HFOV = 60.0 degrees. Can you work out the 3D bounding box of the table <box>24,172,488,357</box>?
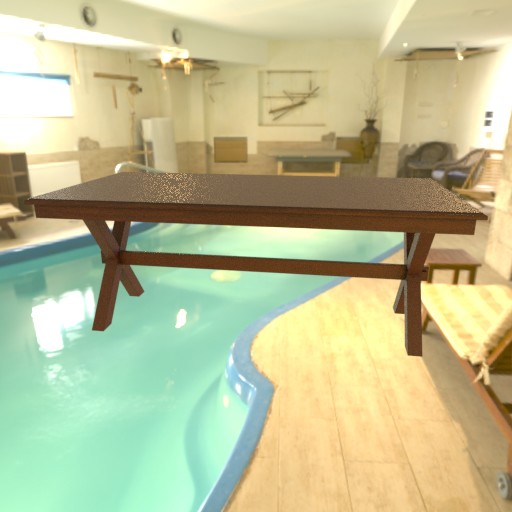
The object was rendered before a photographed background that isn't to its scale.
[{"bbox_3d":[0.000,0.000,1.476,1.197,0.459,0.594,3,18,9],"label":"table"}]
